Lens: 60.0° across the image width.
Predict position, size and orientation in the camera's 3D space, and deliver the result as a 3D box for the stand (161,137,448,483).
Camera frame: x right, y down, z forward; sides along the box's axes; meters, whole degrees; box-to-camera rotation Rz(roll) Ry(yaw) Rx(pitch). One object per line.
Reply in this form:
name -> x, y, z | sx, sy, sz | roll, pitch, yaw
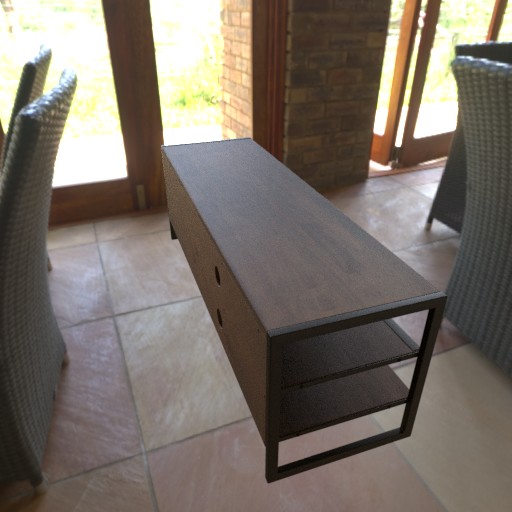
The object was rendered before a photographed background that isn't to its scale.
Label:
stand -> 0.000, 0.000, 1.720 | 0.454, 0.506, 1.480 | -10, 32, -17
